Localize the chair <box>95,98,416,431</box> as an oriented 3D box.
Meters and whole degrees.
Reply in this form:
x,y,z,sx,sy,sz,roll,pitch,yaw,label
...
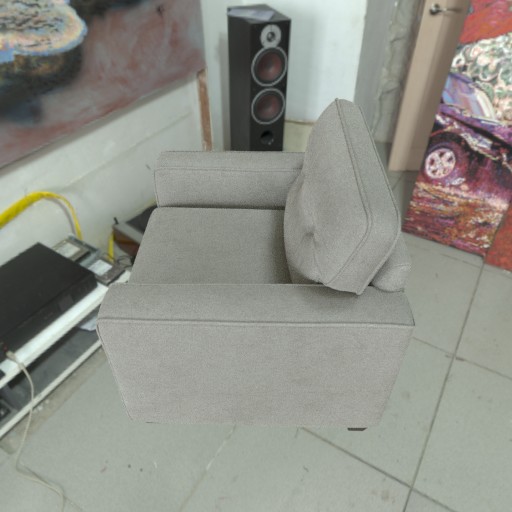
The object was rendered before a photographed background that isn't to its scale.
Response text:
x,y,z,sx,sy,sz,roll,pitch,yaw,label
0.000,0.000,1.724,0.939,0.965,1.015,1,42,1,chair
